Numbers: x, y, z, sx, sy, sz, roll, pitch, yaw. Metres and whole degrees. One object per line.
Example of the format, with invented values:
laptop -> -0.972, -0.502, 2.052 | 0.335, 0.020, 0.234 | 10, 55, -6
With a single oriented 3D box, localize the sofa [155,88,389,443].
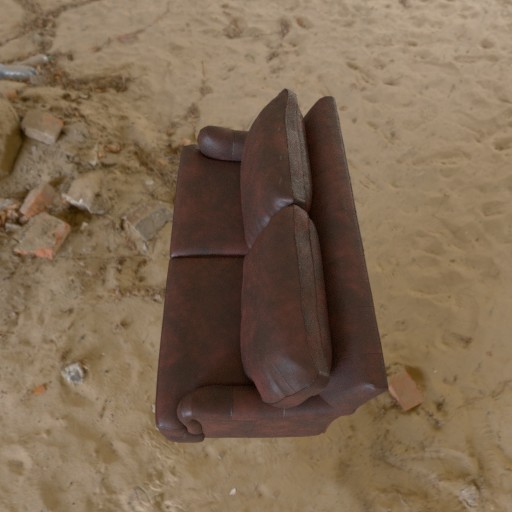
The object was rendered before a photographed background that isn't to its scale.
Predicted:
sofa -> 0.000, 0.000, 2.874 | 1.147, 1.071, 2.144 | -1, 57, -1
